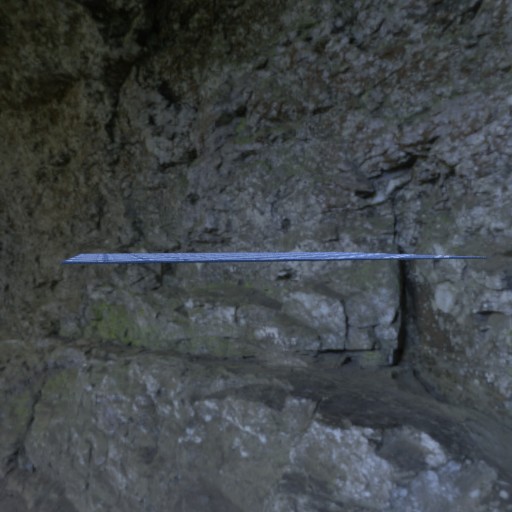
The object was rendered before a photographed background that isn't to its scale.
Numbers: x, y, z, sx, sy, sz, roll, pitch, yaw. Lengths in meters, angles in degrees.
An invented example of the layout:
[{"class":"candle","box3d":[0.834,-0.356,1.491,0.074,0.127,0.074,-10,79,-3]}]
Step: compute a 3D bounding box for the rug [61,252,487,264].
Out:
[{"class":"rug","box3d":[0.000,0.000,4.382,3.342,0.018,2.432,-1,2,-19]}]
